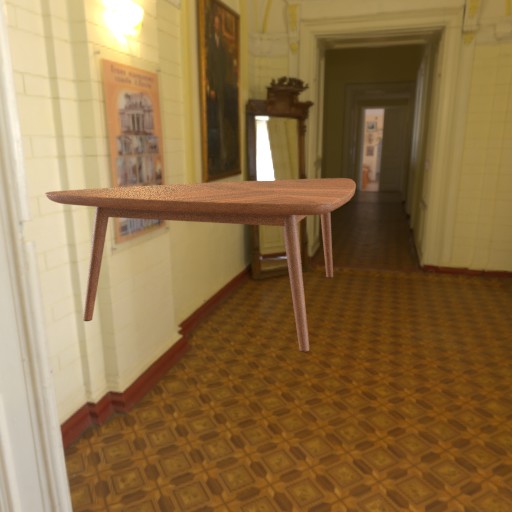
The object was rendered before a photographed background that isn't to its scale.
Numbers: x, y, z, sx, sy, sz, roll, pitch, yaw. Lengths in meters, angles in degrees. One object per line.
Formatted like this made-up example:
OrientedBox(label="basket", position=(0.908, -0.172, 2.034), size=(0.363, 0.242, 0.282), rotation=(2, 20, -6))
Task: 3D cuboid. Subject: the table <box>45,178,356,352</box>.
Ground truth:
OrientedBox(label="table", position=(0.000, 0.000, 1.244), size=(1.008, 0.365, 0.601), rotation=(-8, 16, -28))
